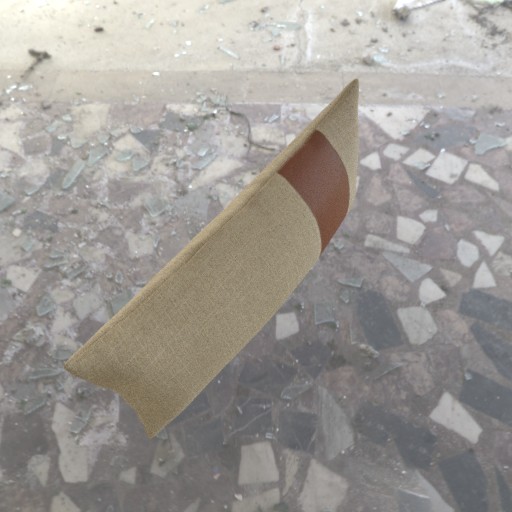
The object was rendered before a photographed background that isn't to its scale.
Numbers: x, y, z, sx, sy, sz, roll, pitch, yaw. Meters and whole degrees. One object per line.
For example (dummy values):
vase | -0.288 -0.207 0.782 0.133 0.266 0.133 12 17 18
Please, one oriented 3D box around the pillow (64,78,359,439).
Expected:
pillow | 0.000 0.000 0.715 0.155 0.282 0.612 33 64 19
